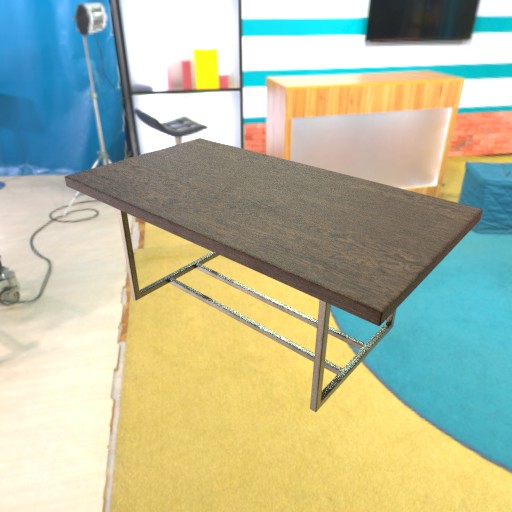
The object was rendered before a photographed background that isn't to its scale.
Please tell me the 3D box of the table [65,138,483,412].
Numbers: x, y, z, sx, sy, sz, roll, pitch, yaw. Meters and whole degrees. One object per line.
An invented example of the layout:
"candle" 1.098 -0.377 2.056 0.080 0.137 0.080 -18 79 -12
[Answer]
"table" 0.000 0.000 2.555 1.989 0.795 1.078 23 37 34
